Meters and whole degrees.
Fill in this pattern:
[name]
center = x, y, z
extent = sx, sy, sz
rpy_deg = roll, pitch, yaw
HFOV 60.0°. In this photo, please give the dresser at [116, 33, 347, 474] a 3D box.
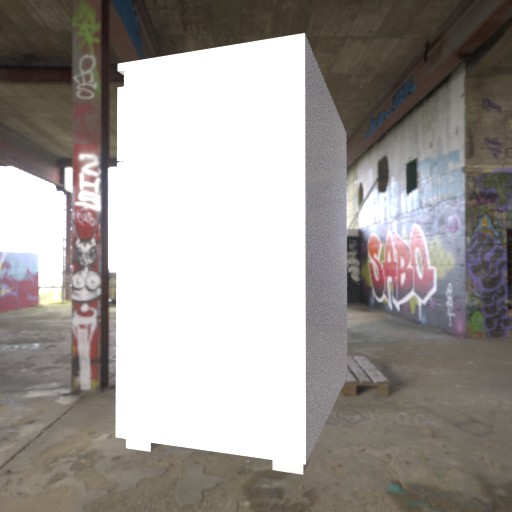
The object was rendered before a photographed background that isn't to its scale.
[dresser]
center = 0.000, 0.000, 1.171
extent = 0.400, 0.800, 0.650
rpy_deg = 0, -1, 18
